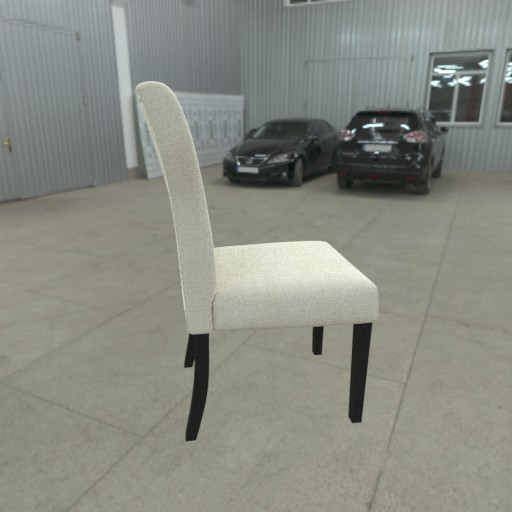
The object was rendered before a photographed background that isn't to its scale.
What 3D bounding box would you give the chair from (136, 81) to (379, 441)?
[{"bbox_3d":[0.000,0.000,1.300,0.597,0.921,0.509,-3,18,-9],"label":"chair"}]
